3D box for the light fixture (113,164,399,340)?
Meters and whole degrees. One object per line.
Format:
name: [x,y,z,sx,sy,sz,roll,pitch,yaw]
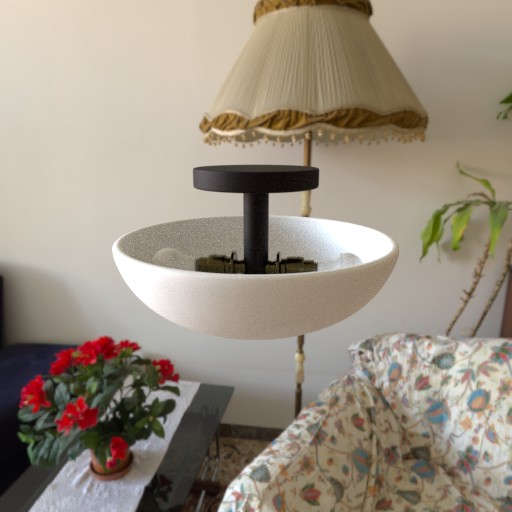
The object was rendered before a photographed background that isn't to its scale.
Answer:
light fixture: [0.000,0.000,0.541,0.331,0.212,0.331,0,14,0]
